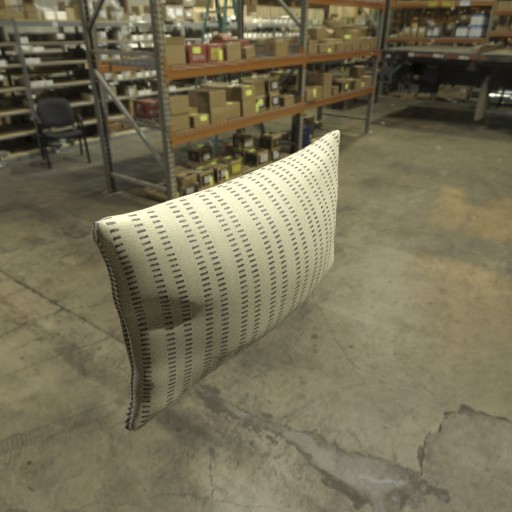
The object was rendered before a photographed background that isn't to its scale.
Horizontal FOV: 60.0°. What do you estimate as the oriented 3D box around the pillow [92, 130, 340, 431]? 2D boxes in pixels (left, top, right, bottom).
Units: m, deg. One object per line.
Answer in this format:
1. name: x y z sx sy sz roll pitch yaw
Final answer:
1. pillow: 0.000 0.000 0.822 0.210 0.353 0.640 19 33 31
